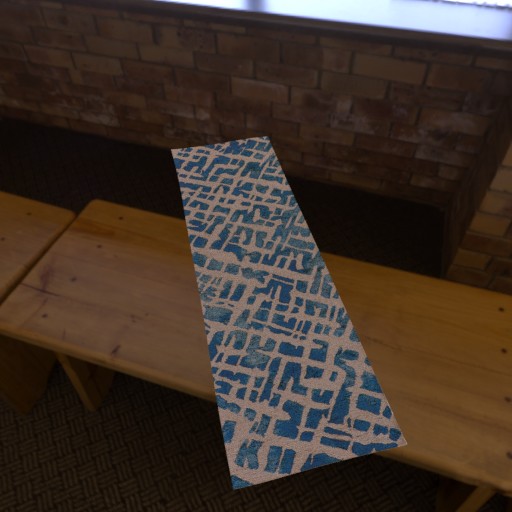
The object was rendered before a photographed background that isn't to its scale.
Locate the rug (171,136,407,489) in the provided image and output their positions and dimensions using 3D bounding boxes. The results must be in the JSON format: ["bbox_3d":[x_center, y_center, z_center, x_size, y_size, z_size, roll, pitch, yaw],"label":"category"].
[{"bbox_3d":[0.000,0.000,2.656,0.768,0.011,2.446,-10,49,-9],"label":"rug"}]
